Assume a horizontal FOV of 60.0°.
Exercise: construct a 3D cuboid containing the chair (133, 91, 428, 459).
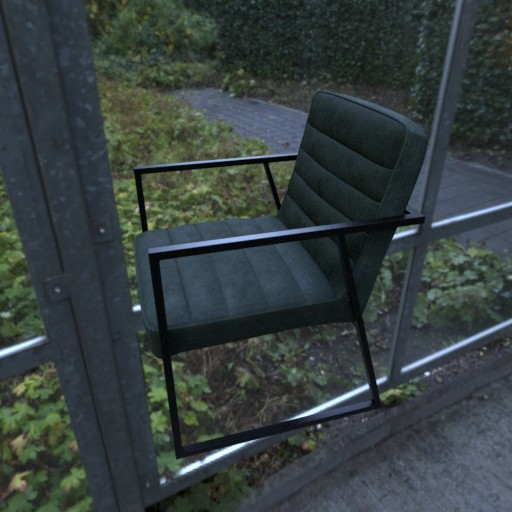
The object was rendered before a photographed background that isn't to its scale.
[{"bbox_3d":[0.000,0.000,1.282,0.677,0.833,0.571,-8,30,-14],"label":"chair"}]
